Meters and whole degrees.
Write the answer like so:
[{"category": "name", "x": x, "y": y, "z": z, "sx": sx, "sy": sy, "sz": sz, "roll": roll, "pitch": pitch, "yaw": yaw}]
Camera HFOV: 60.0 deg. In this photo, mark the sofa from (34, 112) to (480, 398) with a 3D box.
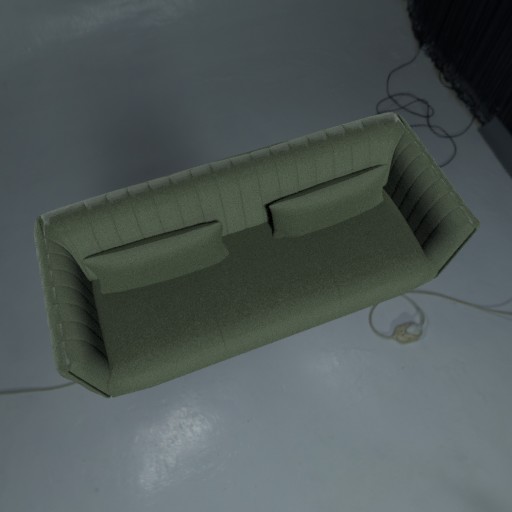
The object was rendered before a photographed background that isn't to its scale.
[{"category": "sofa", "x": 0.000, "y": 0.000, "z": 2.504, "sx": 2.137, "sy": 0.793, "sz": 0.896, "roll": -18, "pitch": 64, "yaw": -9}]
